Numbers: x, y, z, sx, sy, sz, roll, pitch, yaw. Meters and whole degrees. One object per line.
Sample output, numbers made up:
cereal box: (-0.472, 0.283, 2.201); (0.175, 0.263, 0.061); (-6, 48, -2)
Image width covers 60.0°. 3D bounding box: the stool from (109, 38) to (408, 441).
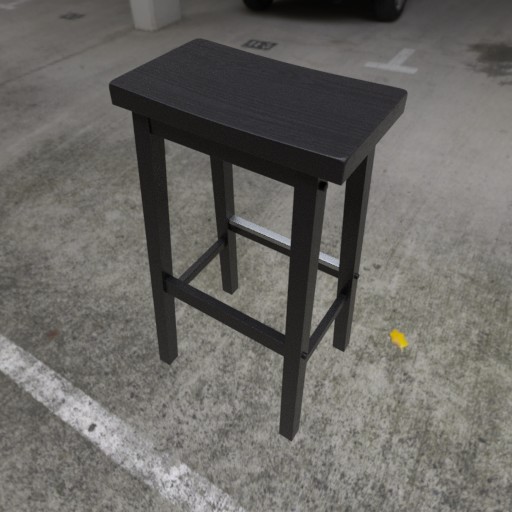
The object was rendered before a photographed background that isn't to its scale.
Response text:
stool: (0.000, 0.000, 0.944); (0.406, 0.742, 0.322); (25, 50, 22)
